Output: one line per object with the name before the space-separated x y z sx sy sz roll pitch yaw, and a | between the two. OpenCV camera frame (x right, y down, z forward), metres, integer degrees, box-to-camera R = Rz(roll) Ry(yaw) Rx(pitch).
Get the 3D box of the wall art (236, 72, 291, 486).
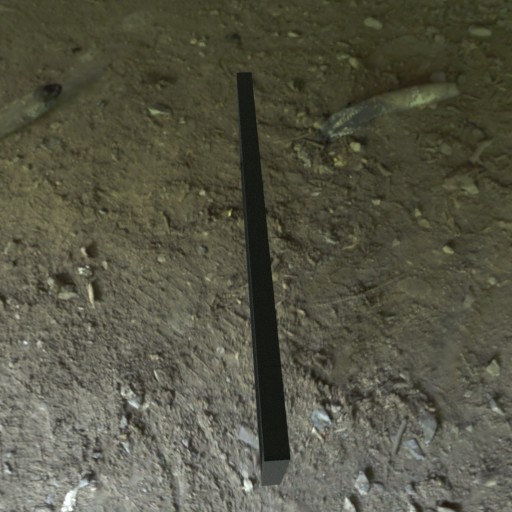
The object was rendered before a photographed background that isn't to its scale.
wall art | 0.000 0.000 0.962 0.037 0.303 0.860 -3 57 -2
